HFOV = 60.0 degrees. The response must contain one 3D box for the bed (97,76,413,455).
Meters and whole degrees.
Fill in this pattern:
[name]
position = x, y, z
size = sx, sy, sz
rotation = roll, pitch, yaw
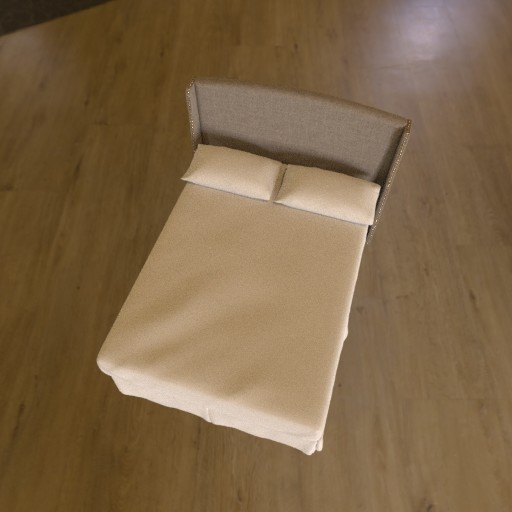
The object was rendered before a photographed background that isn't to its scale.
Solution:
[bed]
position = 0.000, 0.000, 3.328
size = 1.710, 1.407, 2.237
rotation = 15, 59, 9
